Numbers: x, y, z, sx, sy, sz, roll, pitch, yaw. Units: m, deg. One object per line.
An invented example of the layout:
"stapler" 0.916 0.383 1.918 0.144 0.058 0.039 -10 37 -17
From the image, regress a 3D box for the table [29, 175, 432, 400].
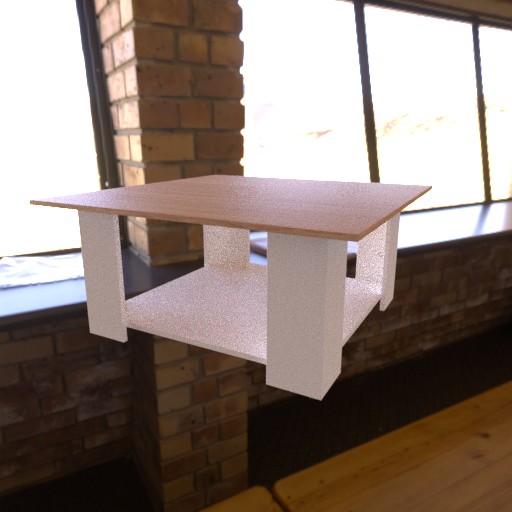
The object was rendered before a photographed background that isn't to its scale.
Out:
"table" 0.000 0.000 1.054 0.670 0.305 0.670 8 17 28
